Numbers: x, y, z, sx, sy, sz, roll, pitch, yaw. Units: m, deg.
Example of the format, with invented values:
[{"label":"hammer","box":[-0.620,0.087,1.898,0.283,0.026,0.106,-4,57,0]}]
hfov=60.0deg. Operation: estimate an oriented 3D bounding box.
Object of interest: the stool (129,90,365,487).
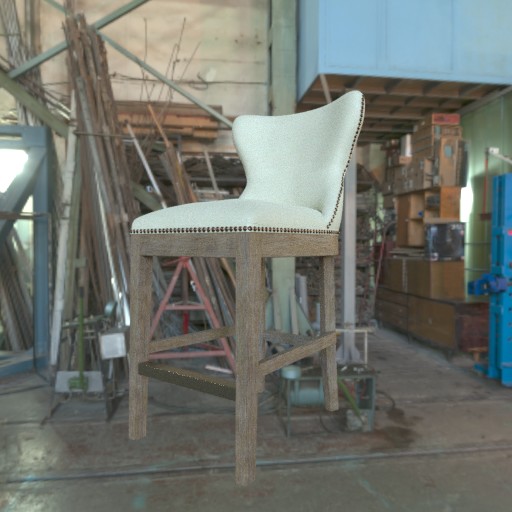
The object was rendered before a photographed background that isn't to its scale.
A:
[{"label":"stool","box":[0.000,0.000,1.301,0.498,0.981,0.608,1,2,37]}]
